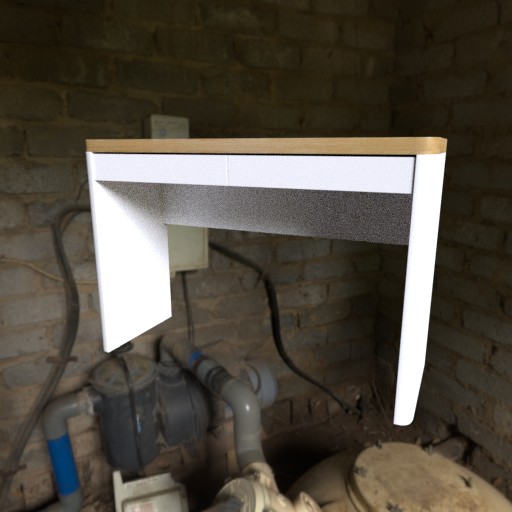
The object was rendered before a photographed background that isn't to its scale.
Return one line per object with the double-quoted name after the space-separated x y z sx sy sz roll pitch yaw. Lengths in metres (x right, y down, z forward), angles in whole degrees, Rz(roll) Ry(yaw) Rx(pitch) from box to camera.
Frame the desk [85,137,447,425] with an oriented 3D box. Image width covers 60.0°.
0.000 0.000 1.494 1.100 0.760 0.390 6 15 24 "desk"
